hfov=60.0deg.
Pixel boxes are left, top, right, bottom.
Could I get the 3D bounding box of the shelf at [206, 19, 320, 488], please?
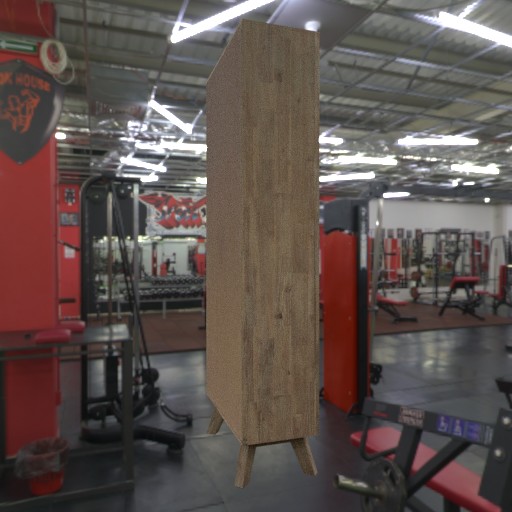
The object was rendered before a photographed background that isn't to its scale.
[{"bbox_3d":[0.000,0.000,1.525,0.267,1.342,0.491,0,0,-18],"label":"shelf"}]
